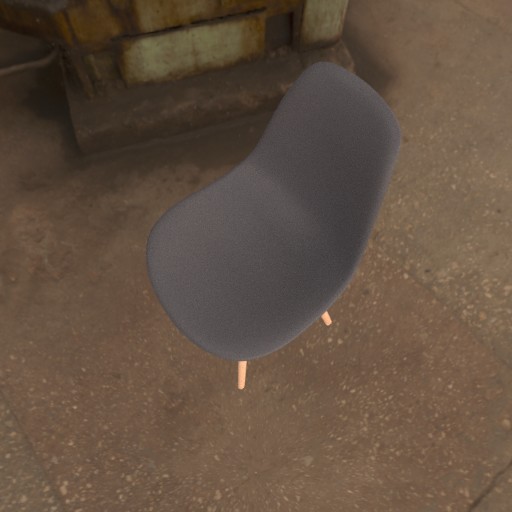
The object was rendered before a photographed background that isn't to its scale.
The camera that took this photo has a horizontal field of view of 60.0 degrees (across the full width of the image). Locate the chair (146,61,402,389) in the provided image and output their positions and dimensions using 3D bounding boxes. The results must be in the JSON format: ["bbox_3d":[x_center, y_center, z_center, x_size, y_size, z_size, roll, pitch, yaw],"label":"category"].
[{"bbox_3d":[0.000,0.000,1.140,0.533,0.826,0.470,-34,69,-15],"label":"chair"}]
